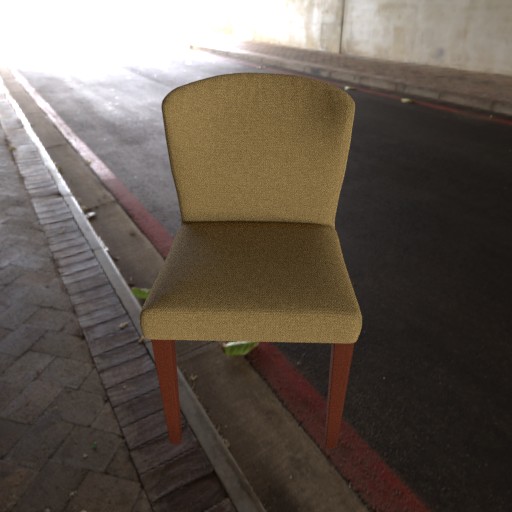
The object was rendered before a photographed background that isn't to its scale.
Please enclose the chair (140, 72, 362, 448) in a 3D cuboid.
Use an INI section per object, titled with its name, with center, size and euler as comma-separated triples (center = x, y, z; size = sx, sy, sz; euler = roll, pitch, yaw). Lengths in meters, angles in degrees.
[chair]
center = 0.000, 0.000, 1.180
size = 0.491, 0.839, 0.589
euler = 1, 30, 2
